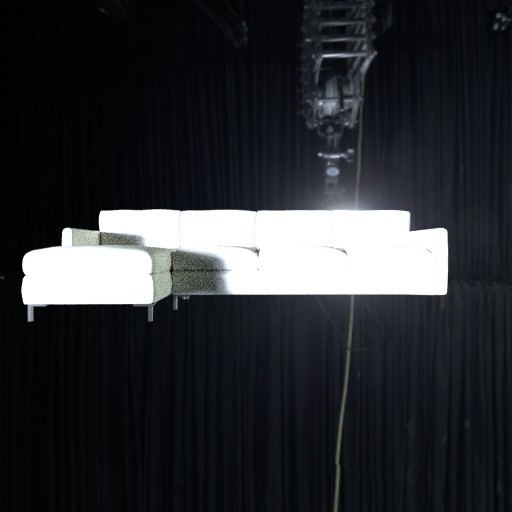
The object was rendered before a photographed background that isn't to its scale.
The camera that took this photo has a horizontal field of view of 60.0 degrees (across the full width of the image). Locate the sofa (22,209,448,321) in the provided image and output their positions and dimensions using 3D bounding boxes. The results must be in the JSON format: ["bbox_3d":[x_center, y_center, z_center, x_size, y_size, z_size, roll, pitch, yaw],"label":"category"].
[{"bbox_3d":[0.000,0.000,3.706,3.186,0.875,1.467,0,1,-1],"label":"sofa"}]
